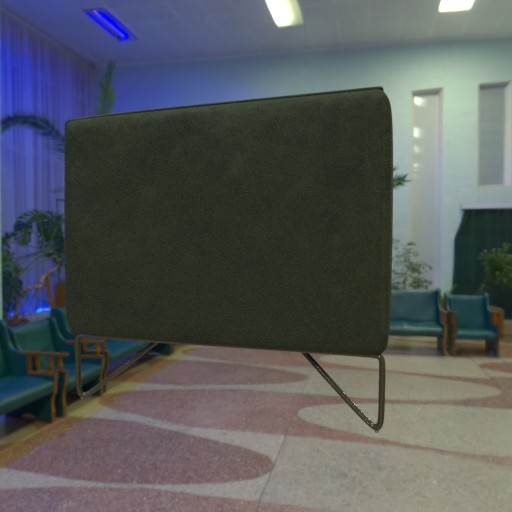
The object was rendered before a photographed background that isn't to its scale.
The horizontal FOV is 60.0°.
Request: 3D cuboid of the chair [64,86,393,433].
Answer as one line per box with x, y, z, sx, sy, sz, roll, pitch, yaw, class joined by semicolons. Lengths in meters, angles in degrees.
0.000;0.000;1.519;0.894;0.790;0.880;0;1;17;chair
